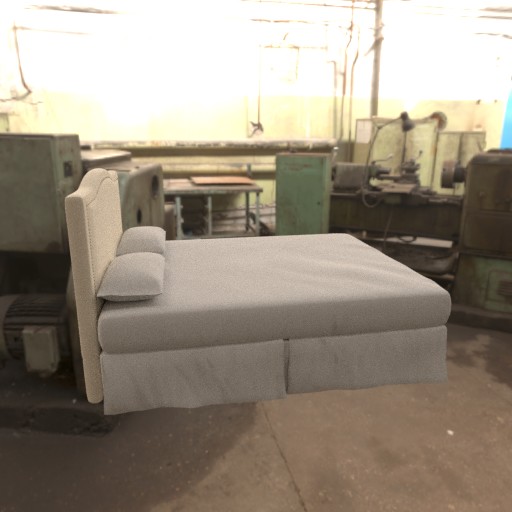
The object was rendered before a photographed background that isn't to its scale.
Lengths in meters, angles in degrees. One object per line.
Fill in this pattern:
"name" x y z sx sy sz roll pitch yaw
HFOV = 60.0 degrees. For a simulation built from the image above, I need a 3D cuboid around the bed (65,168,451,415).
"bed" 0.000 0.000 3.631 2.477 1.437 1.977 -3 16 -10
